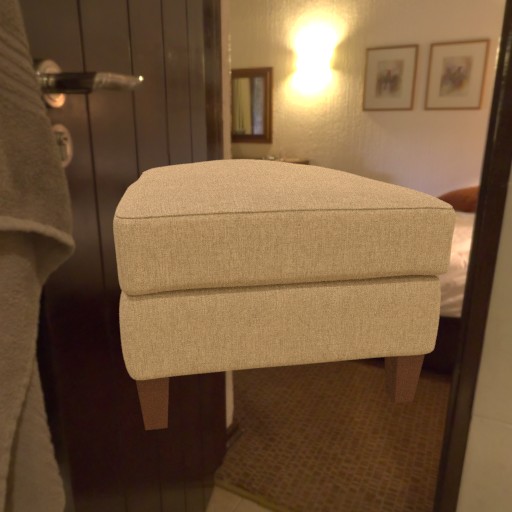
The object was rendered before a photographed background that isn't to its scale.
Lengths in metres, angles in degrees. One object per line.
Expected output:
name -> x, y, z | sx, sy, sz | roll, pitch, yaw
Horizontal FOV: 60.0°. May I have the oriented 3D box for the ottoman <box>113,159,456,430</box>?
ottoman -> 0.000, 0.000, 1.275 | 0.677, 0.519, 0.898 | -3, 16, -10
